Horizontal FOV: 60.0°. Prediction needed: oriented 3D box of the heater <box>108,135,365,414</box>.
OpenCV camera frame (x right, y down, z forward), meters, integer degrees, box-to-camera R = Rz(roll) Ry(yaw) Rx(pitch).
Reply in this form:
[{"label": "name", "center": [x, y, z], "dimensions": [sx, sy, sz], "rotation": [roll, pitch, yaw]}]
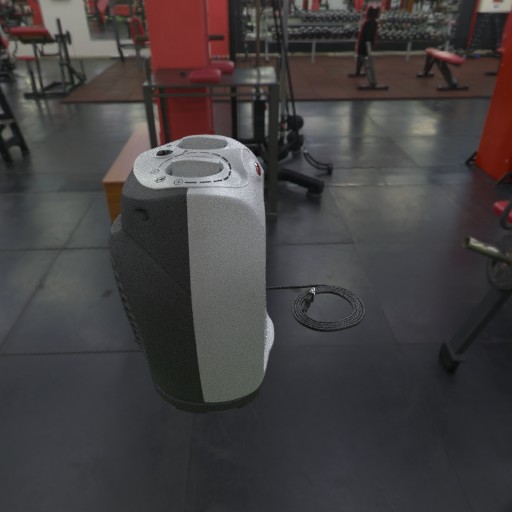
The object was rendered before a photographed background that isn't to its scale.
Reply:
[{"label": "heater", "center": [0.000, 0.000, 0.473], "dimensions": [0.291, 0.255, 0.239], "rotation": [0, 32, 0]}]
